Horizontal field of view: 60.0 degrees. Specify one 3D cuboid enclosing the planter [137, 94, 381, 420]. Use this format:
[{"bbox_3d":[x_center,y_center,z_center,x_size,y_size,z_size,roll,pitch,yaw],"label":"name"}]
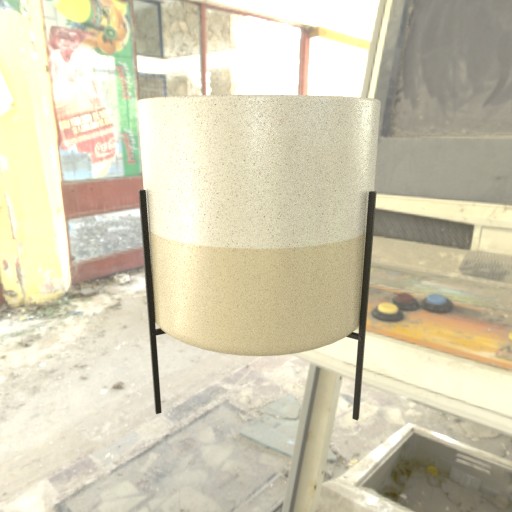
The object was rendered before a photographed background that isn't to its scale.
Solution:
[{"bbox_3d":[0.000,0.000,0.734,0.368,0.484,0.359,-8,19,-26],"label":"planter"}]
